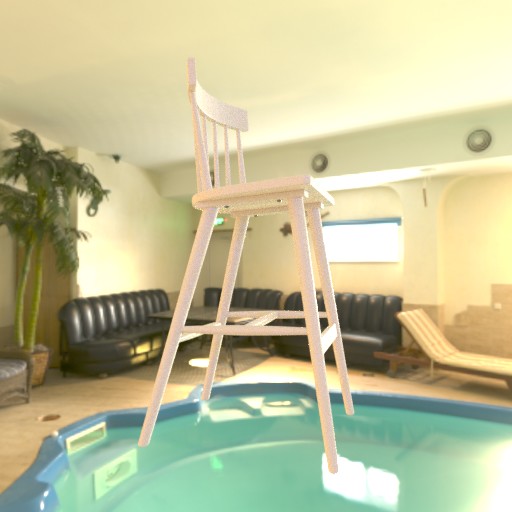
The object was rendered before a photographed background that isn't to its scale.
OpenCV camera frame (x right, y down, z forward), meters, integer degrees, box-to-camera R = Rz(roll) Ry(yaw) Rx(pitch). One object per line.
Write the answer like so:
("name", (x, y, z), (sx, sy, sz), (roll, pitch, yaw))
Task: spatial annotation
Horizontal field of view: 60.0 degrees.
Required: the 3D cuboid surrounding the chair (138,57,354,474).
("chair", (0.000, 0.000, 1.404), (0.572, 1.092, 0.483), (0, 0, 17))
